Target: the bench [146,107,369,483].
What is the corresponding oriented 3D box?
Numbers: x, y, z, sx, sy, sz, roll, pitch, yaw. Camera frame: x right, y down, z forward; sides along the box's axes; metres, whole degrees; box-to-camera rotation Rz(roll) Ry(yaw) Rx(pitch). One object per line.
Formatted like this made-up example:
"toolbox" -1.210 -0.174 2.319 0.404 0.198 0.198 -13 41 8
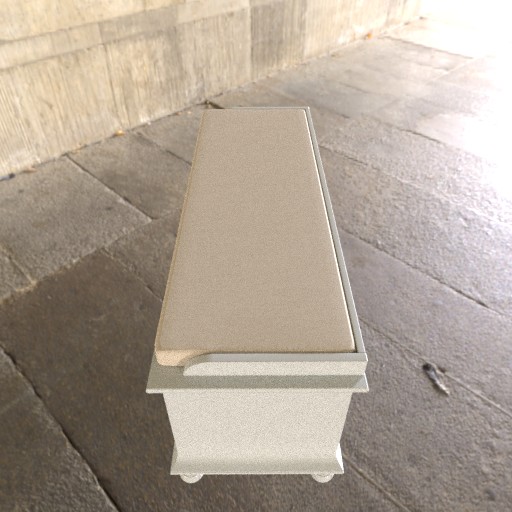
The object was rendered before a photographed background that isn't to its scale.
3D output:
"bench" 0.000 0.000 1.372 0.402 0.486 1.185 0 41 0
